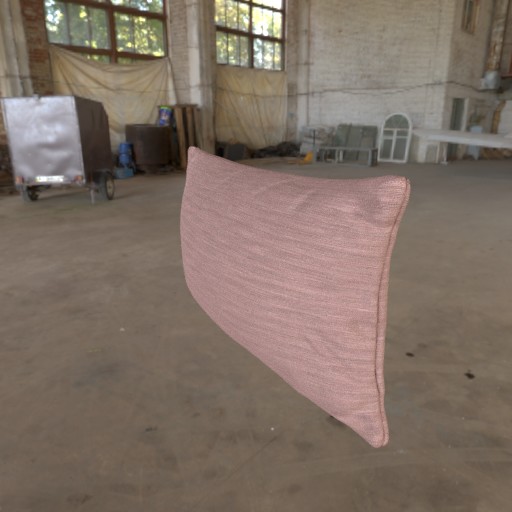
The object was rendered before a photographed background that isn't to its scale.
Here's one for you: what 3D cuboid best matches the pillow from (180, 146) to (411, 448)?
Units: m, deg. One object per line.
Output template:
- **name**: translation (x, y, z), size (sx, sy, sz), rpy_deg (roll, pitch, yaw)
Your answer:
- **pillow**: translation (0.000, 0.000, 0.764), size (0.210, 0.338, 0.633), rpy_deg (-9, 19, -27)
